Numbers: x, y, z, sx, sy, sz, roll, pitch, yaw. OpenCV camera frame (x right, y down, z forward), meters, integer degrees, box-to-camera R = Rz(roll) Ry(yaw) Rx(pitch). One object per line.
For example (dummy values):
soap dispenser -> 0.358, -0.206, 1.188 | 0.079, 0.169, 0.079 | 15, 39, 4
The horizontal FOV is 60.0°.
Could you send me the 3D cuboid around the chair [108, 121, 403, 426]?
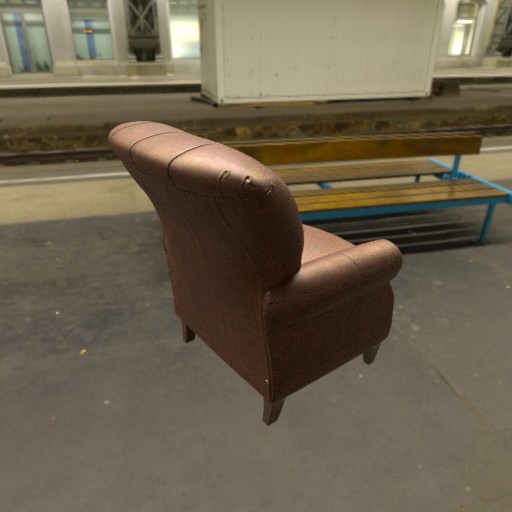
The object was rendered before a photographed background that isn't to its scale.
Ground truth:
chair -> 0.000, 0.000, 1.963 | 1.031, 1.162, 0.979 | -19, 32, -33
